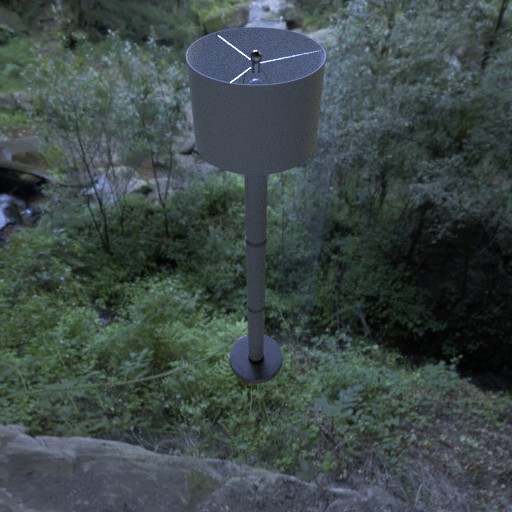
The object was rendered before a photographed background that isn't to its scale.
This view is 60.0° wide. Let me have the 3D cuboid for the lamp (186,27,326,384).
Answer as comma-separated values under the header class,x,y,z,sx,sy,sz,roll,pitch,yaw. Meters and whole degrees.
class,x,y,z,sx,sy,sz,roll,pitch,yaw
lamp,0.000,0.000,1.766,0.377,1.599,0.377,16,49,14
